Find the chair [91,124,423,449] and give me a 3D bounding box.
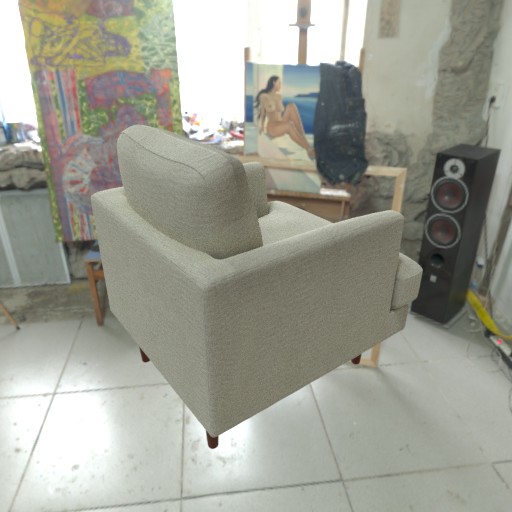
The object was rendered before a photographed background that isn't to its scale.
[{"bbox_3d":[0.000,0.000,1.646,0.899,0.957,0.858,-19,33,-32],"label":"chair"}]
